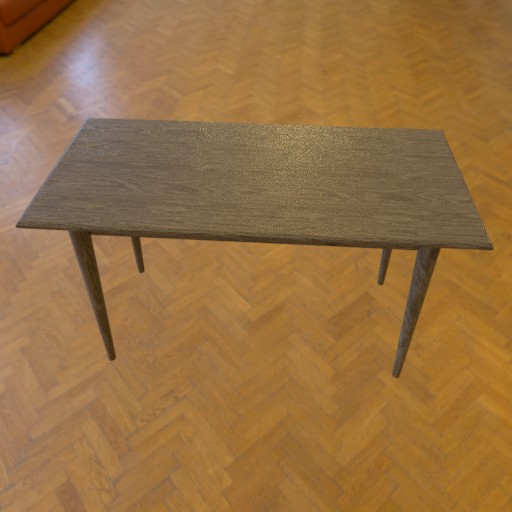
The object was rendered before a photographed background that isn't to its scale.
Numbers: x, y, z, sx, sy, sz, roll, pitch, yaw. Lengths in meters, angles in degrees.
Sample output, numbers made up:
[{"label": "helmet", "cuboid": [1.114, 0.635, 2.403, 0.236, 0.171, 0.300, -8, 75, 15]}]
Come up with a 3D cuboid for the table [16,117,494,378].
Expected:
[{"label": "table", "cuboid": [0.000, 0.000, 1.683, 1.300, 0.780, 0.599, 3, 46, 3]}]
